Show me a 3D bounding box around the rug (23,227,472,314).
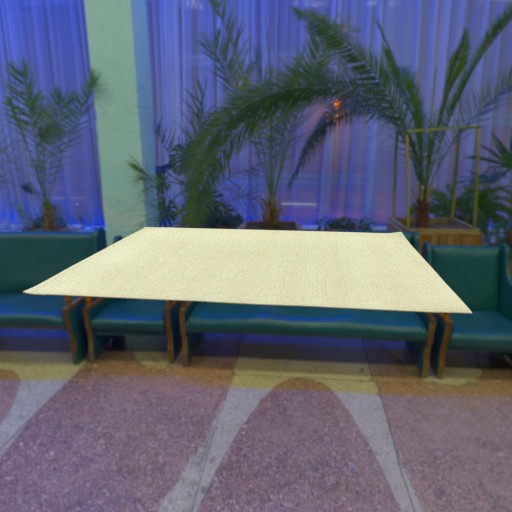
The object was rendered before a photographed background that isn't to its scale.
[{"bbox_3d":[0.000,0.000,3.898,2.897,0.035,2.277,2,15,7],"label":"rug"}]
